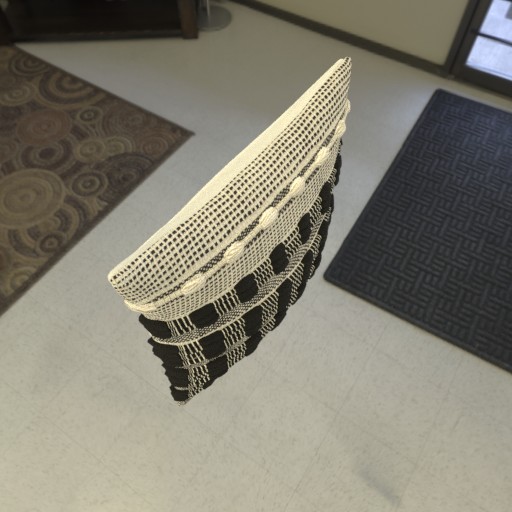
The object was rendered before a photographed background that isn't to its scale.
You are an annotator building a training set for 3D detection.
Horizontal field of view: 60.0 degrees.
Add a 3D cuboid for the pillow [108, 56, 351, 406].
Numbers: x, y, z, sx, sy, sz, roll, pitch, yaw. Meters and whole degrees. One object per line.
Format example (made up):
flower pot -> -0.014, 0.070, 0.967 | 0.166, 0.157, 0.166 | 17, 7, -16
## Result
pillow -> 0.000, 0.000, 0.677 | 0.156, 0.438, 0.436 | 32, 63, 19
